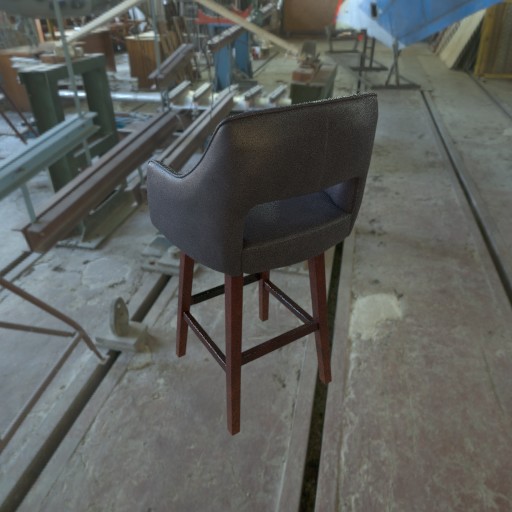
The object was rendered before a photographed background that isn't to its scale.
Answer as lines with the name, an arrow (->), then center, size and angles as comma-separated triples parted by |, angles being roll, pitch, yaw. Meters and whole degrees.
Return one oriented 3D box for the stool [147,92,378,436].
stool -> 0.000, 0.000, 1.386 | 0.550, 1.041, 0.560 | -19, 37, -27
